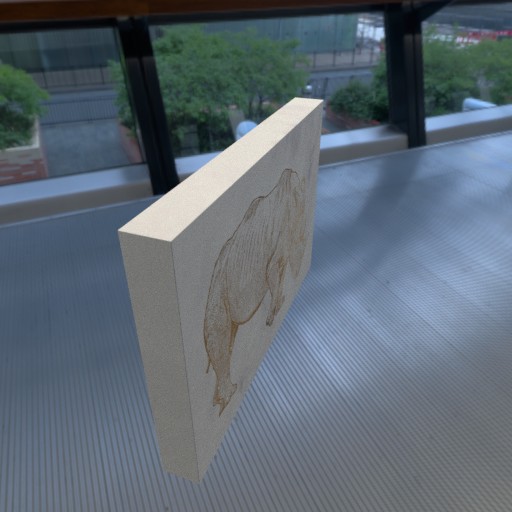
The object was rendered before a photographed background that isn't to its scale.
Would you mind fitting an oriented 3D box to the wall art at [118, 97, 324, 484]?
[{"bbox_3d":[0.000,0.000,0.487,0.038,0.254,0.381,12,34,18],"label":"wall art"}]
